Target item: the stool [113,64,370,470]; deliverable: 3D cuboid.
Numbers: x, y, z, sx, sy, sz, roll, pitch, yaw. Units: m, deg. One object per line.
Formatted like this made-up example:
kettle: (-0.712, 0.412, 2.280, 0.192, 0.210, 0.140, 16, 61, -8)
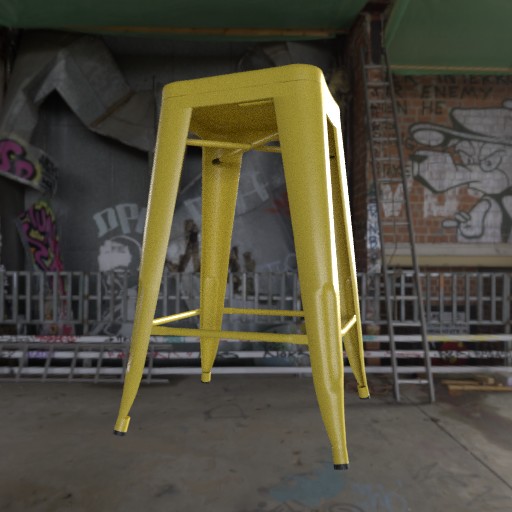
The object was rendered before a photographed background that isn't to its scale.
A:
stool: (0.000, 0.000, 0.852, 0.399, 0.609, 0.359, 0, 0, 19)
